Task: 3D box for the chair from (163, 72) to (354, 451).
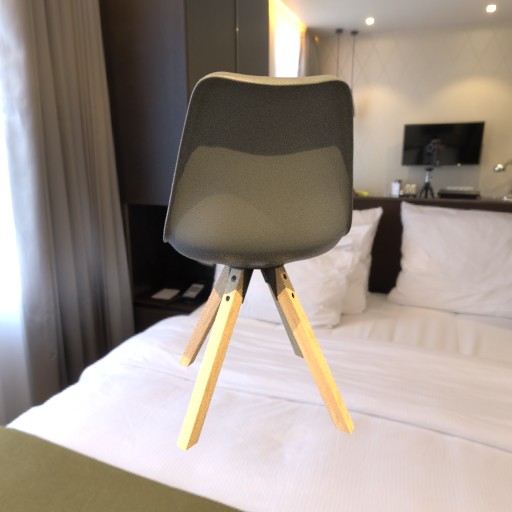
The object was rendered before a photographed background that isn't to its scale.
[{"bbox_3d":[0.000,0.000,1.203,0.485,0.850,0.550,-2,14,-9],"label":"chair"}]
